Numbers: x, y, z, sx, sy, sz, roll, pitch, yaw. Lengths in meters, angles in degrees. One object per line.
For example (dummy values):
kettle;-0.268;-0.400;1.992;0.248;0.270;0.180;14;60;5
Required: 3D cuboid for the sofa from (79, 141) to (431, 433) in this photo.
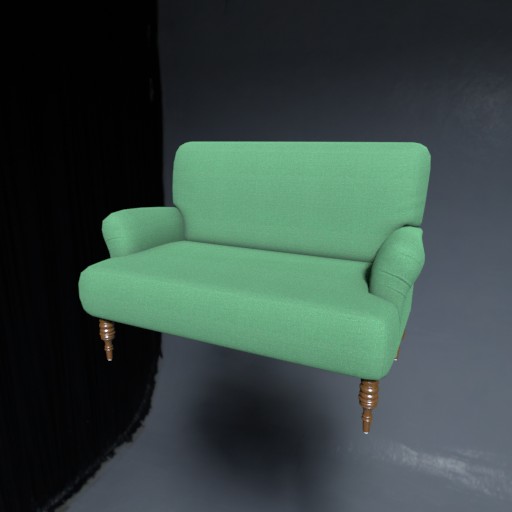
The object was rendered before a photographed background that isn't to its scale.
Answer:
sofa;0.000;0.000;1.789;1.297;0.889;0.779;7;16;25
